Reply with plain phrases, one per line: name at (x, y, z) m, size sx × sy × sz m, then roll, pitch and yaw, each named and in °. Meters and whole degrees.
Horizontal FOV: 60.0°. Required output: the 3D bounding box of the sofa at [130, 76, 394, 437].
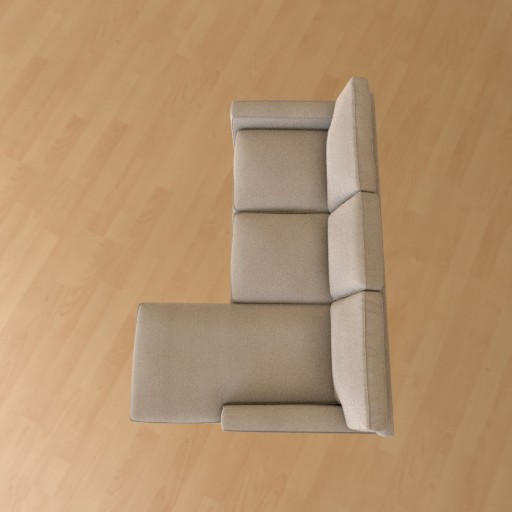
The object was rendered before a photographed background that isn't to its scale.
sofa at (0.000, 0.000, 2.826) m, size 1.496 × 0.861 × 2.087 m, roll 1°, pitch 76°, yaw 0°
